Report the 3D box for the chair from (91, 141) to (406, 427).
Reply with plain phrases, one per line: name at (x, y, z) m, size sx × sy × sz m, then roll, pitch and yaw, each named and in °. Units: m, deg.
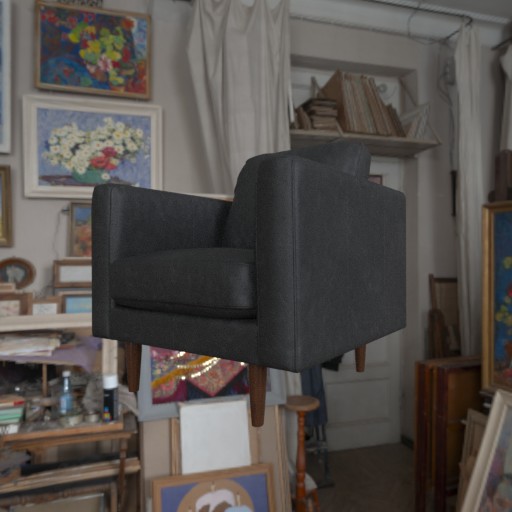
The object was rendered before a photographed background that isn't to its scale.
chair at (0.000, 0.000, 1.601) m, size 0.831 × 0.898 × 0.879 m, roll 0°, pitch 0°, yaw 36°
